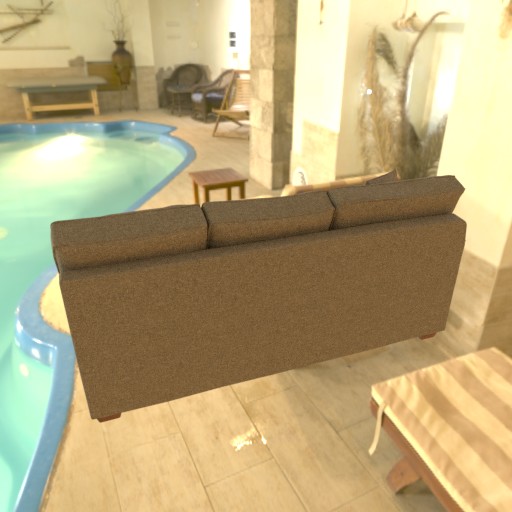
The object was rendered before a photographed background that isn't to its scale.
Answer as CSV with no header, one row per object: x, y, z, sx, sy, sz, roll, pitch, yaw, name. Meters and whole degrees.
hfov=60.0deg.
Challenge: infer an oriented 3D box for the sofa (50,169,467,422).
0.000,0.000,2.485,1.963,0.946,1.034,-9,28,-18,sofa
